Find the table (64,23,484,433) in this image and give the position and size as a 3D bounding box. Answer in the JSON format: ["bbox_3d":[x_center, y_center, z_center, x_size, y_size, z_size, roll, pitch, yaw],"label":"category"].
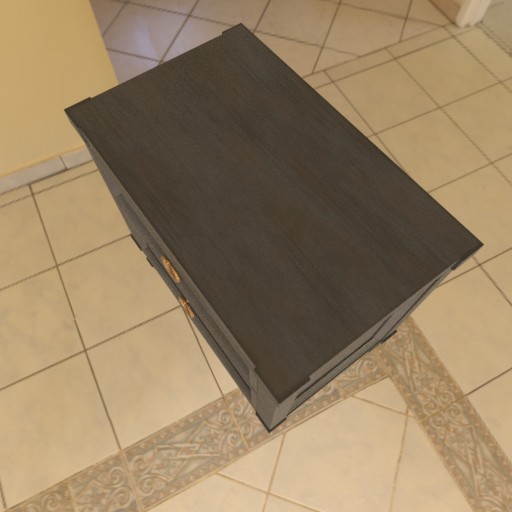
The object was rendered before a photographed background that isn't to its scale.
[{"bbox_3d":[0.000,0.000,1.060,0.413,0.660,0.660,-34,68,-15],"label":"table"}]
